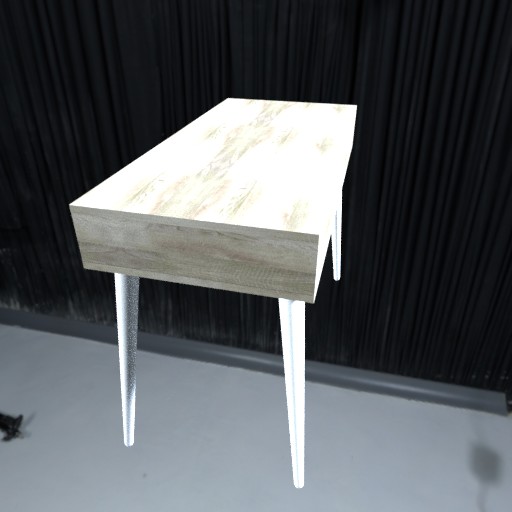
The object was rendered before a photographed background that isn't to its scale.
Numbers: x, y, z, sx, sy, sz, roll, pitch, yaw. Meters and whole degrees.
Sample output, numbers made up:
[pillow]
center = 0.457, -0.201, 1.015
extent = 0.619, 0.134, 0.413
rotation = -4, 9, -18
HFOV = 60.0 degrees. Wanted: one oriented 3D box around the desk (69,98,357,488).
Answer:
[desk]
center = 0.000, 0.000, 1.372
extent = 0.491, 0.723, 0.979
rotation = 8, 32, 12
